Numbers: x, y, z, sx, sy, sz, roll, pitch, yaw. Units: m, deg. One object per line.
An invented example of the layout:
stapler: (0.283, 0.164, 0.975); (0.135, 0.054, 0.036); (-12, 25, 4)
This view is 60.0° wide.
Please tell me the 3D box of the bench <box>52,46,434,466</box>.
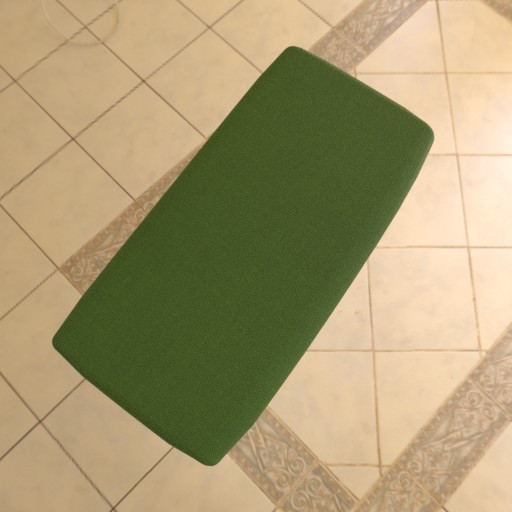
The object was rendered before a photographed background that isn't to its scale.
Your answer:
bench: (0.000, 0.000, 1.270); (0.505, 0.501, 0.989); (34, 79, 8)
